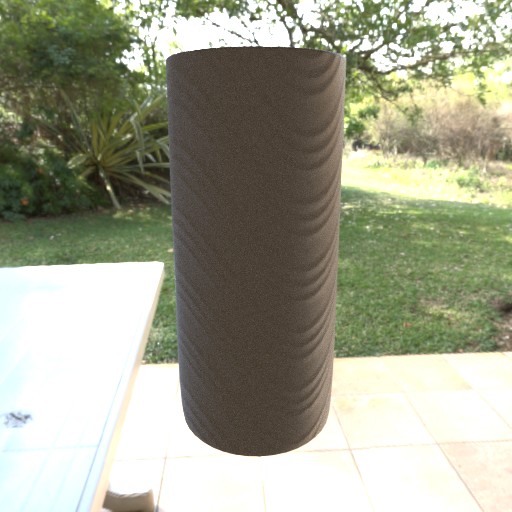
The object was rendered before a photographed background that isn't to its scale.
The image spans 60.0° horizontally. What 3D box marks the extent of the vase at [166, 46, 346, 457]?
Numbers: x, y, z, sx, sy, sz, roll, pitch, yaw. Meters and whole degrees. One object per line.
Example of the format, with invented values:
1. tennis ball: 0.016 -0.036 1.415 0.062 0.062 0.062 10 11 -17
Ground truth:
1. vase: 0.000 0.000 0.388 0.143 0.316 0.143 0 16 0
